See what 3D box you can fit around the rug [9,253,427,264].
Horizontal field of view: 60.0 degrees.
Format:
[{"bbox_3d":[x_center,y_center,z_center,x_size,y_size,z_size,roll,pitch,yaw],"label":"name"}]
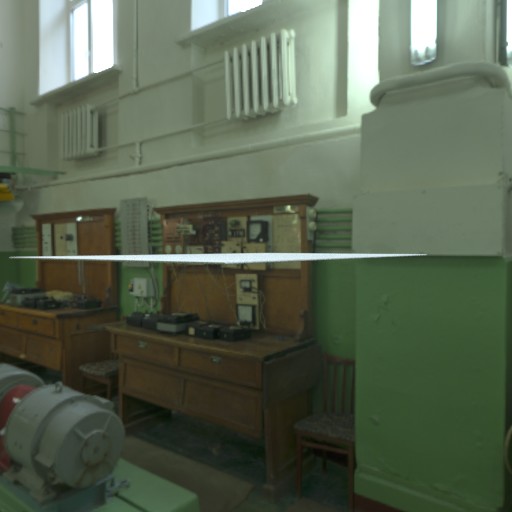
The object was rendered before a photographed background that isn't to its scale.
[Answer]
[{"bbox_3d":[0.000,0.000,2.925,1.524,0.008,2.440,1,1,36],"label":"rug"}]
